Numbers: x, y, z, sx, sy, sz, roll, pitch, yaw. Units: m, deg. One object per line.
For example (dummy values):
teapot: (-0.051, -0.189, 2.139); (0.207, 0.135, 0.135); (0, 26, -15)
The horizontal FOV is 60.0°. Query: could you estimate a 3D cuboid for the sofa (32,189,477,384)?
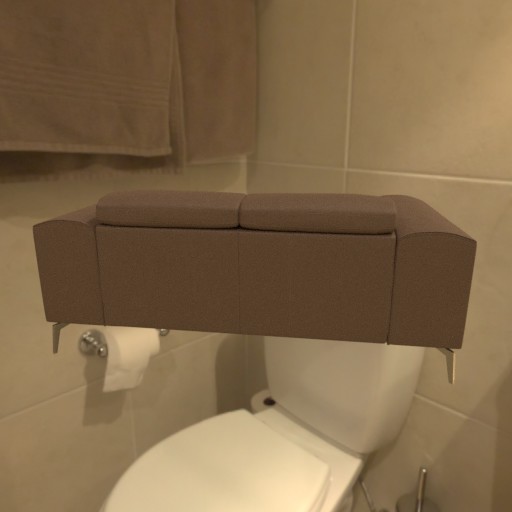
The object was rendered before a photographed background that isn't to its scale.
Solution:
sofa: (0.000, 0.000, 2.357); (1.895, 0.779, 1.003); (2, 17, 8)
